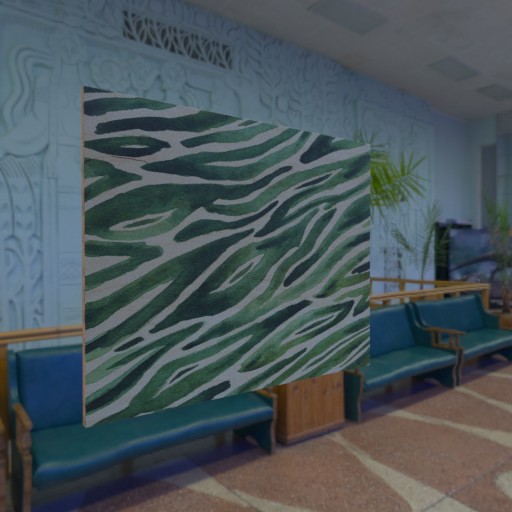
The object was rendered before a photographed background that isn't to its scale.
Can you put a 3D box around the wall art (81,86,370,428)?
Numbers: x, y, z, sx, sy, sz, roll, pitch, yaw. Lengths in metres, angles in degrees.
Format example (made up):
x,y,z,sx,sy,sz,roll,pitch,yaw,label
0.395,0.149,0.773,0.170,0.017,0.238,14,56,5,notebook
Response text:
x,y,z,sx,sy,sz,roll,pitch,yaw,label
0.000,0.000,0.679,0.508,0.408,0.012,-1,1,-35,wall art
